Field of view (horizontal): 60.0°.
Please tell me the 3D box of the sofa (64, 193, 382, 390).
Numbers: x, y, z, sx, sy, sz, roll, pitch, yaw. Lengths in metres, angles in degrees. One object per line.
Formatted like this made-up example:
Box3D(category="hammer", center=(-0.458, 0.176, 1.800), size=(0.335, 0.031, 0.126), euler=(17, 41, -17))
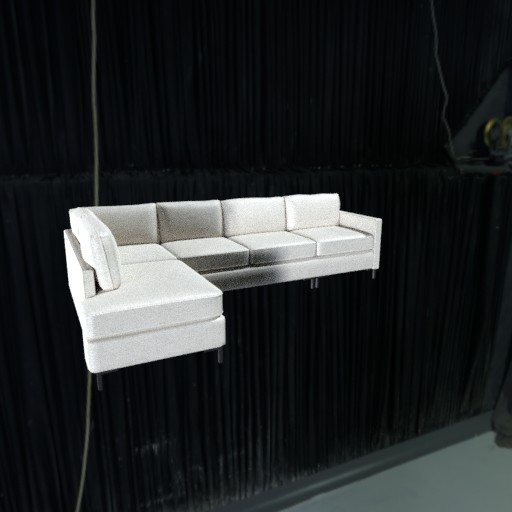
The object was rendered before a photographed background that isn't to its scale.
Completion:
Box3D(category="sofa", center=(0.000, 0.000, 4.339), size=(3.384, 0.996, 2.048), euler=(-7, 15, -26))
